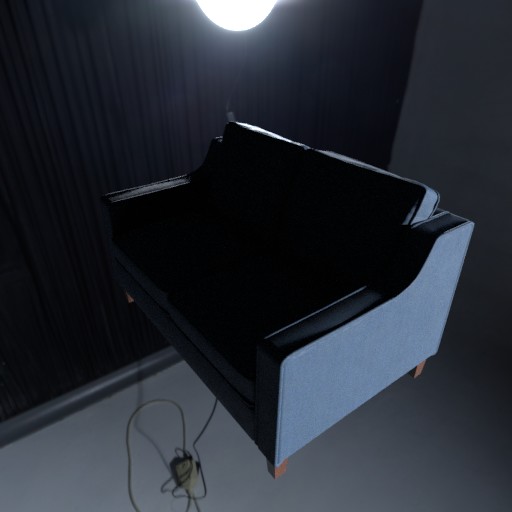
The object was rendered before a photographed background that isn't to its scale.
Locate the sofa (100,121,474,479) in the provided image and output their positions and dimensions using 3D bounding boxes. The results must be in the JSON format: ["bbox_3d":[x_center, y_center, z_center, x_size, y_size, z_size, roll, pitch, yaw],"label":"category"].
[{"bbox_3d":[0.000,0.000,2.131,0.987,0.971,1.501,-21,37,-31],"label":"sofa"}]
